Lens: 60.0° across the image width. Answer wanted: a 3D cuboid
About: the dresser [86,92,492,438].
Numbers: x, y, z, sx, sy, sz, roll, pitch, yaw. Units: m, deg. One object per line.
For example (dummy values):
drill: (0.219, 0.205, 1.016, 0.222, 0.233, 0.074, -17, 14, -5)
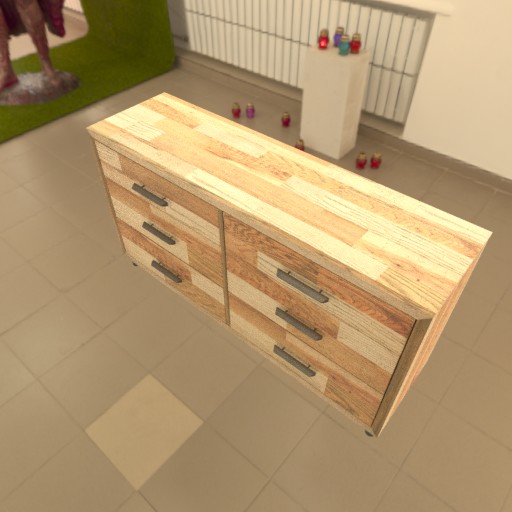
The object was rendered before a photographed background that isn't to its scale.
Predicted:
dresser: (0.000, 0.000, 1.917, 1.547, 0.834, 0.487, 31, 53, 27)
